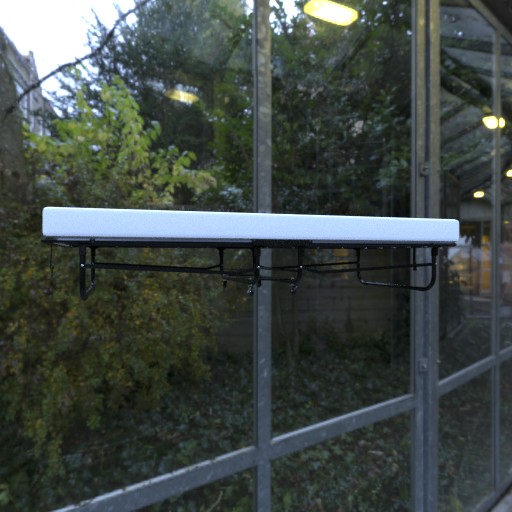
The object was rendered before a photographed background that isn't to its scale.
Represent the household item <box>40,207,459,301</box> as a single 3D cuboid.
[{"bbox_3d":[0.000,0.000,2.240,1.905,0.356,0.787,0,0,-17],"label":"household item"}]
